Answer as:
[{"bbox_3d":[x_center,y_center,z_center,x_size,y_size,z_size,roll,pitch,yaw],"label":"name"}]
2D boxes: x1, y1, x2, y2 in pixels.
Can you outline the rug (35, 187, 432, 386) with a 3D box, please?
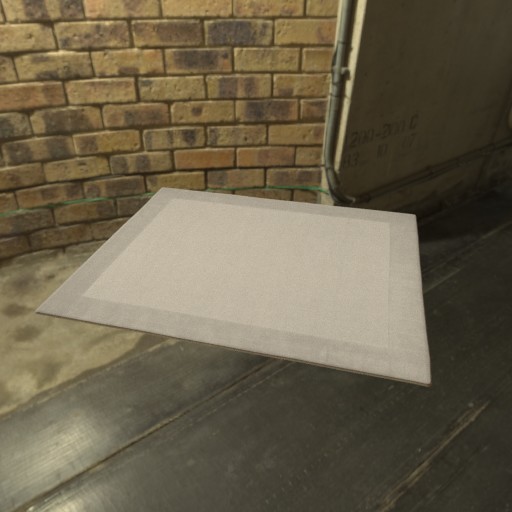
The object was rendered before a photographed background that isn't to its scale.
[{"bbox_3d":[0.000,0.000,4.135,2.976,0.018,2.430,8,34,12],"label":"rug"}]
